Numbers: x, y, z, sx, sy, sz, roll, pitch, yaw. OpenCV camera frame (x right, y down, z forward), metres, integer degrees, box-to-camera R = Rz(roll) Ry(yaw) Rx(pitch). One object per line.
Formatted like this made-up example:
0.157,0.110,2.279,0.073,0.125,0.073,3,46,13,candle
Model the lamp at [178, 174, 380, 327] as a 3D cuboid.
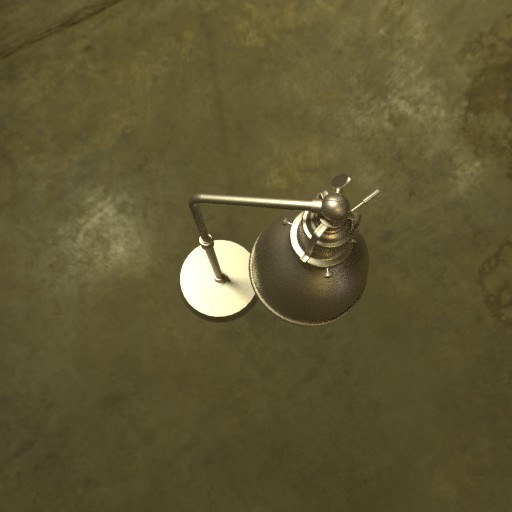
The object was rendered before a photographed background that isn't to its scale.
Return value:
0.000,0.000,0.578,0.286,0.456,0.153,15,75,4,lamp
